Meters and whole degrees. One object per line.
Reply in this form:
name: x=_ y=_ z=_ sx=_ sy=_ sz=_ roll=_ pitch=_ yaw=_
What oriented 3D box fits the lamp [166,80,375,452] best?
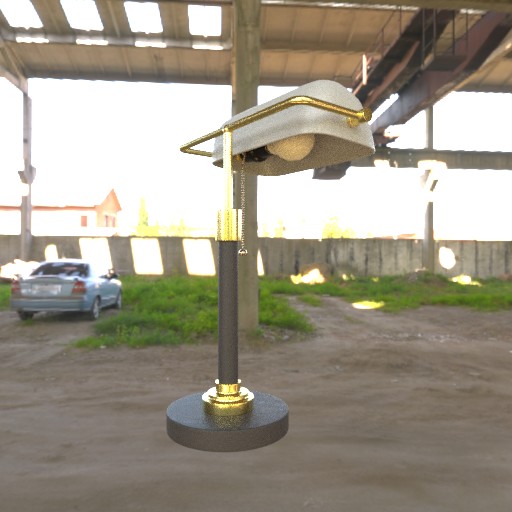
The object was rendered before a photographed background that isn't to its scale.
lamp: x=0.000 y=0.000 z=0.552 sx=0.227 sy=0.404 sz=0.269 roll=0 pitch=0 yaw=-37
